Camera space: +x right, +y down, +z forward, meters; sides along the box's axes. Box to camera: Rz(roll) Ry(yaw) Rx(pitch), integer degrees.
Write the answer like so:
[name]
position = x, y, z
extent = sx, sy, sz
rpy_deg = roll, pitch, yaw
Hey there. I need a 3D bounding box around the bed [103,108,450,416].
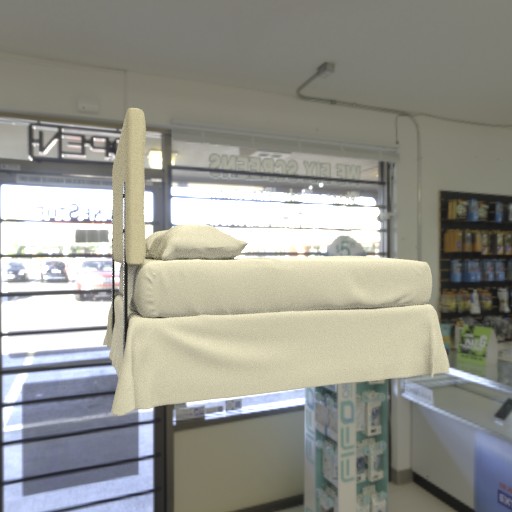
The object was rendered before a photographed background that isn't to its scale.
[bed]
position = 0.000, 0.000, 3.448
extent = 2.222, 1.577, 1.936
rpy_deg = 0, 0, -20
